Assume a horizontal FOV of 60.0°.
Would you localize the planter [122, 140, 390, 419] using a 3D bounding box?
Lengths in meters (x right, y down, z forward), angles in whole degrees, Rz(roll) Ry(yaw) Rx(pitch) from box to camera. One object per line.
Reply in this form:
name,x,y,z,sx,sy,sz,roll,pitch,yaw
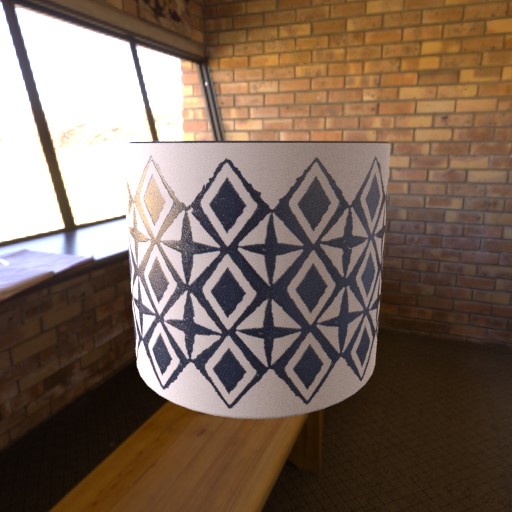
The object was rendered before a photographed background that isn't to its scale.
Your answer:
planter,0.000,0.000,0.330,0.182,0.165,0.182,0,14,0
